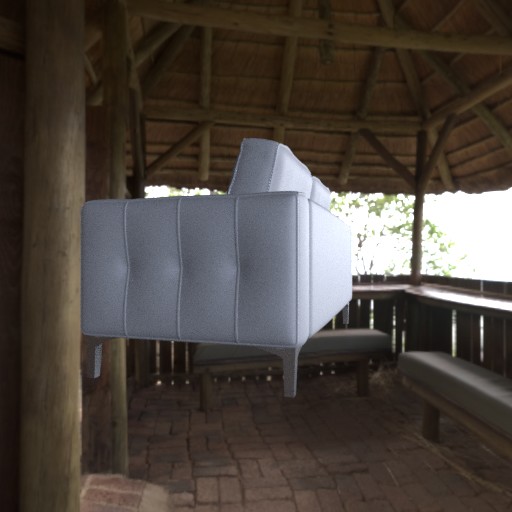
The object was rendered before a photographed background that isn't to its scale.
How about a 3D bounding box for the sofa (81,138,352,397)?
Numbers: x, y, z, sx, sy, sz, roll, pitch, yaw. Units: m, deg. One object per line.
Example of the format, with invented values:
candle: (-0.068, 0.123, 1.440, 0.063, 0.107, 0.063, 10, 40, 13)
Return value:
sofa: (0.000, 0.000, 2.288, 0.833, 0.892, 1.726, 0, 0, 18)
